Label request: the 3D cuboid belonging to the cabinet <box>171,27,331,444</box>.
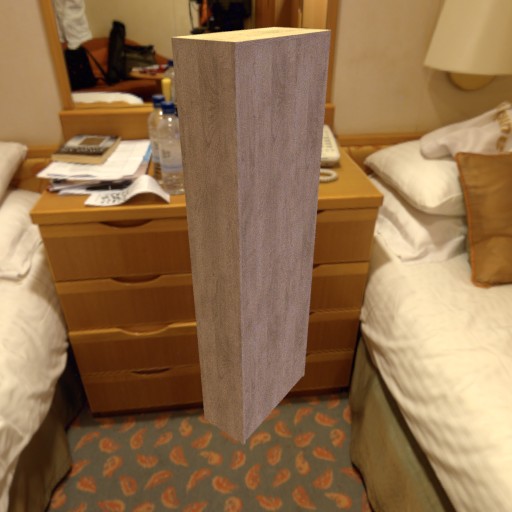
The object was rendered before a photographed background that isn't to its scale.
[{"bbox_3d":[0.000,0.000,1.810,0.250,1.630,0.520,21,37,31],"label":"cabinet"}]
